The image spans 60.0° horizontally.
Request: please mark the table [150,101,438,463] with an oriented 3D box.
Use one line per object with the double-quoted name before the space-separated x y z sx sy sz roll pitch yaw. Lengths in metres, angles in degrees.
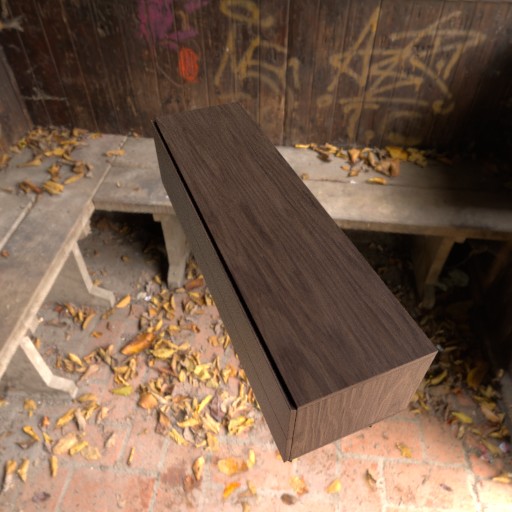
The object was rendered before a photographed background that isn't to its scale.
"table" 0.000 0.000 1.677 0.405 0.508 1.397 -16 48 -15
